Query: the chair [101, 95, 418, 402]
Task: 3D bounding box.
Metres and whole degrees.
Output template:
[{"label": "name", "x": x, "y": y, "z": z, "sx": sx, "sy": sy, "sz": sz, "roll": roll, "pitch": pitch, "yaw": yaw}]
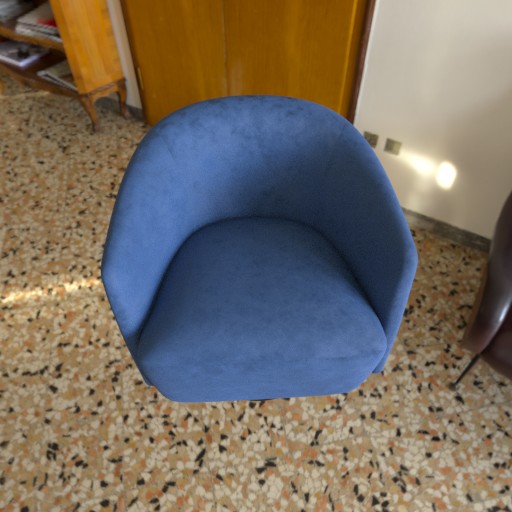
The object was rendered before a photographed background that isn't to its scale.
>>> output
[{"label": "chair", "x": 0.000, "y": 0.000, "z": 1.382, "sx": 0.773, "sy": 0.698, "sz": 0.767, "roll": -2, "pitch": 48, "yaw": -2}]
